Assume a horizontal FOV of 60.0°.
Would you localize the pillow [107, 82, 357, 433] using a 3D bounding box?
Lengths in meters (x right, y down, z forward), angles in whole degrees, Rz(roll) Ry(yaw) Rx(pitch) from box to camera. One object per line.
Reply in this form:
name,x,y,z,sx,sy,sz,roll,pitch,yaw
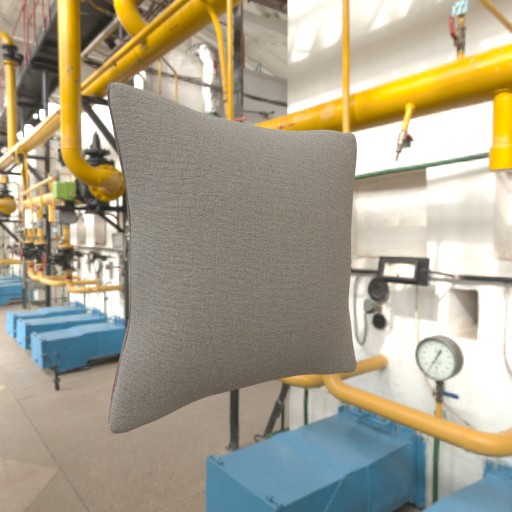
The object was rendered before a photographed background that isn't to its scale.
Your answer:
pillow,0.000,0.000,0.649,0.437,0.419,0.136,-1,2,-37
